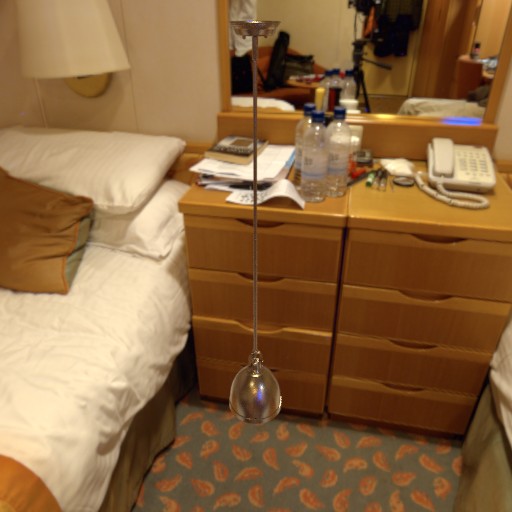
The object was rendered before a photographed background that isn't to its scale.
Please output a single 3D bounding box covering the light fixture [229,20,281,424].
[{"bbox_3d":[0.000,0.000,1.462,0.217,1.367,0.211,-19,35,-30],"label":"light fixture"}]
